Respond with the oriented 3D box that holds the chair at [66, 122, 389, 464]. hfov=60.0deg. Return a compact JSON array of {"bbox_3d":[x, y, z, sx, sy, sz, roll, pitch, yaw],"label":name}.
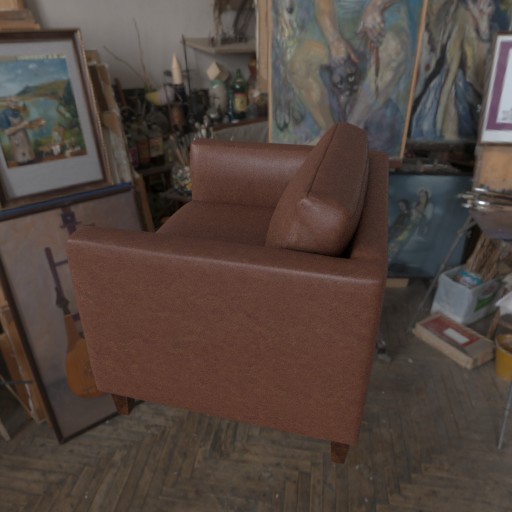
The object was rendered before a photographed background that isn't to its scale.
[{"bbox_3d":[0.000,0.000,1.773,0.959,0.917,1.107,7,31,13],"label":"chair"}]
